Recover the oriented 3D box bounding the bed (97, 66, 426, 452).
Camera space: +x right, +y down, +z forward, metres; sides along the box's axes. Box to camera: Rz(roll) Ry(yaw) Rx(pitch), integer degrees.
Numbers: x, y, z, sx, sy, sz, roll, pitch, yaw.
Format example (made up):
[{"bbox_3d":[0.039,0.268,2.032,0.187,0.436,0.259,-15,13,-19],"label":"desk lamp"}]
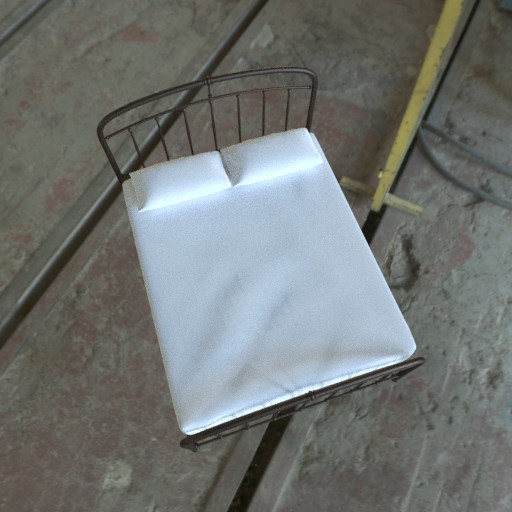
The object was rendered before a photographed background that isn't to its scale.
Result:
[{"bbox_3d":[0.000,0.000,3.227,1.711,1.425,2.180,-16,66,-8],"label":"bed"}]
